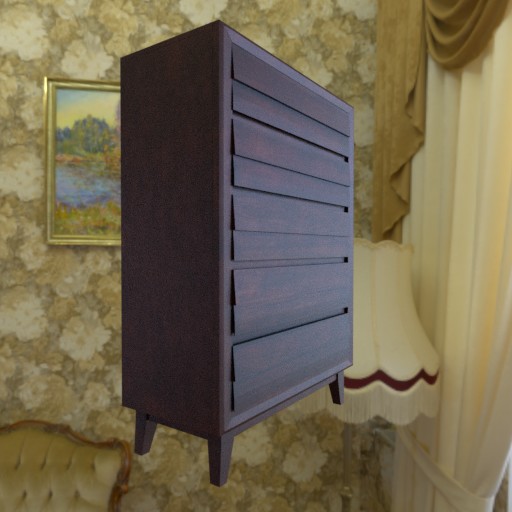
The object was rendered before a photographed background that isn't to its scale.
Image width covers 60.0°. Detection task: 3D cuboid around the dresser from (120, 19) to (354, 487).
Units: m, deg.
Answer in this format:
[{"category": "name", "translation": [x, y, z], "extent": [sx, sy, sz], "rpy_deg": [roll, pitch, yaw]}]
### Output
[{"category": "dresser", "translation": [0.000, 0.000, 1.986], "extent": [0.506, 1.514, 1.072], "rpy_deg": [1, 1, 35]}]
